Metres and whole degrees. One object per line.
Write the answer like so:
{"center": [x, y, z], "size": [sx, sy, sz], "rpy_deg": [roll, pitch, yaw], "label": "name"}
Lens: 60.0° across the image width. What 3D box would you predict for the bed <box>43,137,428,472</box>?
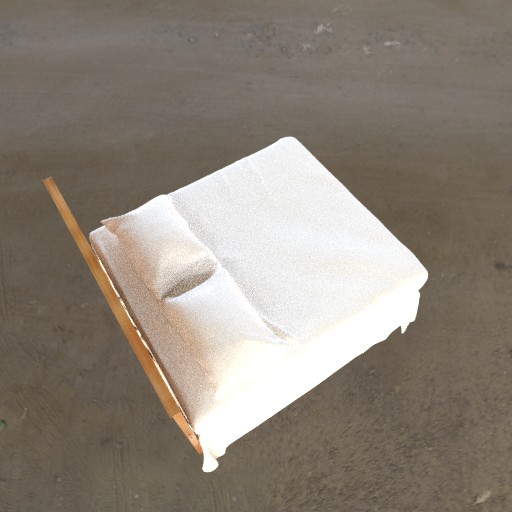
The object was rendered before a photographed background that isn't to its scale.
{"center": [0.000, 0.000, 3.142], "size": [2.035, 1.273, 1.870], "rpy_deg": [-29, 63, -17], "label": "bed"}
